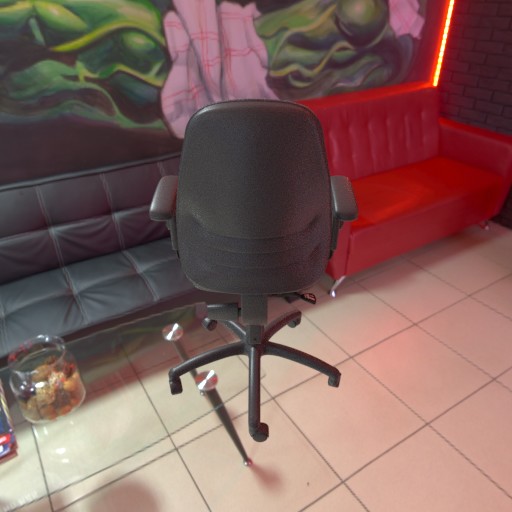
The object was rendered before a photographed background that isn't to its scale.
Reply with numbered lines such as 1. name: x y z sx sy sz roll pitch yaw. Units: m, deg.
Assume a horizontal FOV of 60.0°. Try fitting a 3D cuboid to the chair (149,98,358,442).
1. chair: 0.000 0.000 1.230 0.550 0.910 0.530 0 32 0
